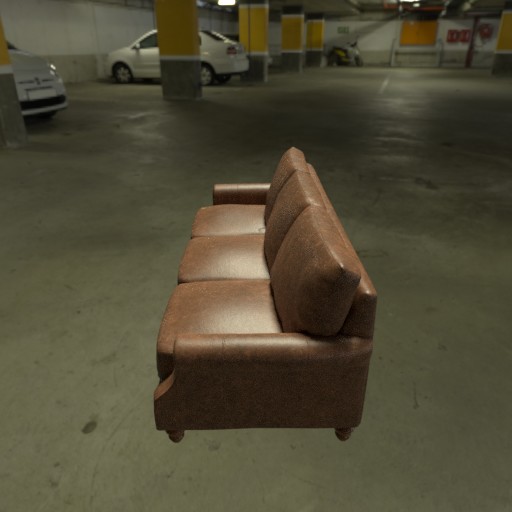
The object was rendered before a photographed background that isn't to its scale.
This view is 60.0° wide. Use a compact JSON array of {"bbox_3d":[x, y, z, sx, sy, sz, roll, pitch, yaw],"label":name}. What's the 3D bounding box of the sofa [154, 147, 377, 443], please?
[{"bbox_3d":[0.000,0.000,2.866,0.973,0.977,2.351,0,26,-1],"label":"sofa"}]
